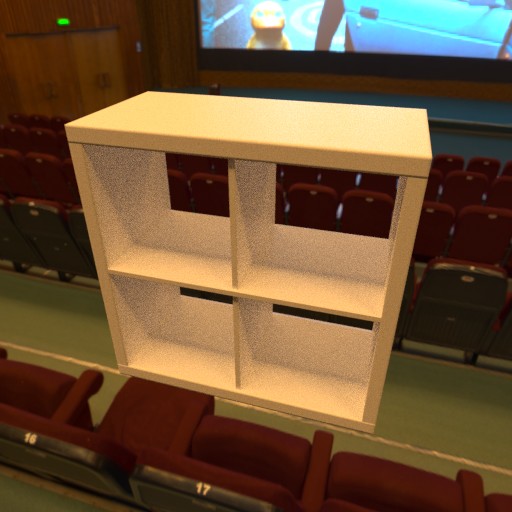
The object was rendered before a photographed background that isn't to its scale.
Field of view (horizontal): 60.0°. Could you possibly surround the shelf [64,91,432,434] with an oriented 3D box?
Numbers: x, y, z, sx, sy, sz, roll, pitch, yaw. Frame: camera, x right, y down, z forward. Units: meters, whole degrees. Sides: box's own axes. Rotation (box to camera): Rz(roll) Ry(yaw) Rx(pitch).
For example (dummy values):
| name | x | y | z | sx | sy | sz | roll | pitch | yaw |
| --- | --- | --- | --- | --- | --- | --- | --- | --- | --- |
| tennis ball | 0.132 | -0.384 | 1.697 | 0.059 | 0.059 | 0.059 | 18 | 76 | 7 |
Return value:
| name | x | y | z | sx | sy | sz | roll | pitch | yaw |
| --- | --- | --- | --- | --- | --- | --- | --- | --- | --- |
| shelf | 0.000 | 0.000 | 1.272 | 0.790 | 0.786 | 0.390 | 9 | 32 | 14 |
